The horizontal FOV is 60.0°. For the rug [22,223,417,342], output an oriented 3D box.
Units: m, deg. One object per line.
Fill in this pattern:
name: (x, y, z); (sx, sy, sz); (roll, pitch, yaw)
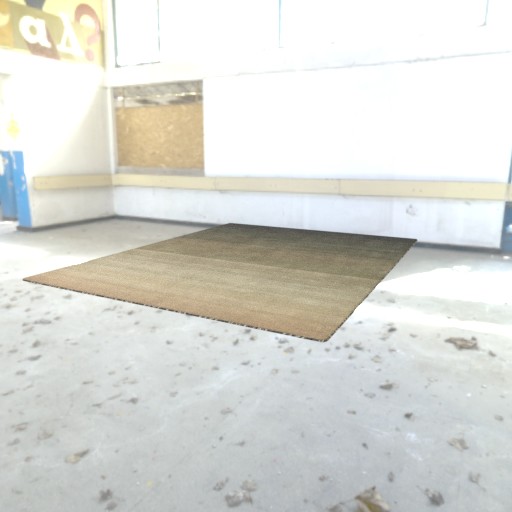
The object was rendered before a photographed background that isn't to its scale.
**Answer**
rug: (0.000, 0.000, 3.912); (2.305, 0.017, 2.902); (7, 15, 27)
